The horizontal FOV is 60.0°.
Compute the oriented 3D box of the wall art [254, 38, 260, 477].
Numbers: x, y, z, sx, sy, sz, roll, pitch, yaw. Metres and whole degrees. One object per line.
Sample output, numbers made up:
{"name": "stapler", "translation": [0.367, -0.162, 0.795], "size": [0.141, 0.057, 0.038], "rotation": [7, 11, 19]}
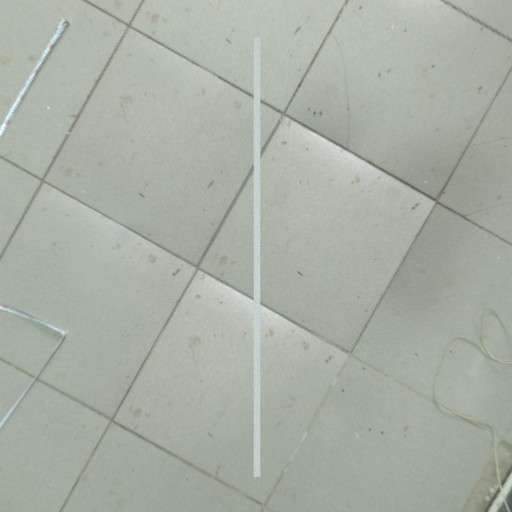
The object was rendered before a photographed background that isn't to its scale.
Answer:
{"name": "wall art", "translation": [0.000, 0.000, 0.688], "size": [0.007, 0.456, 0.456], "rotation": [0, 91, 0]}
